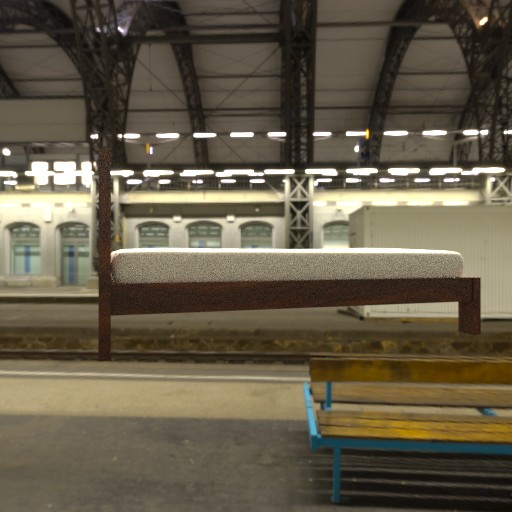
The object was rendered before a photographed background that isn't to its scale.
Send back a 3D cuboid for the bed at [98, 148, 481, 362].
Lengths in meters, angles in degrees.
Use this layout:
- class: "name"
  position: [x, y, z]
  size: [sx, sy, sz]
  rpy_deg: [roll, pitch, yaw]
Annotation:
- class: "bed"
  position: [0.000, 0.000, 3.077]
  size: [2.030, 0.890, 1.905]
  rpy_deg: [0, 0, -19]
